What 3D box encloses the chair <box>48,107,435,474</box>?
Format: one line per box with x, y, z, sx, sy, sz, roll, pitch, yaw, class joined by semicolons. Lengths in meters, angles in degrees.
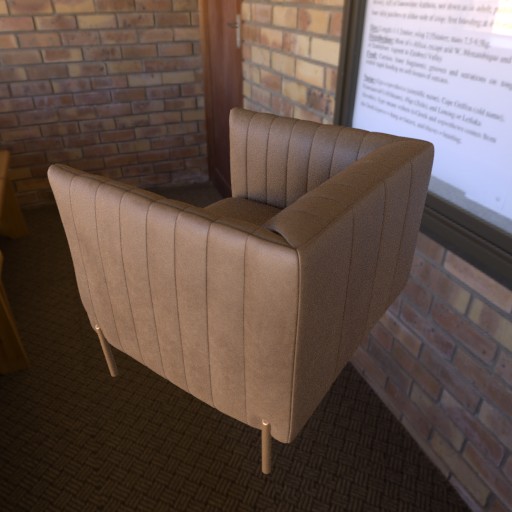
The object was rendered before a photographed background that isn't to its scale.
0.000;0.000;1.580;0.876;0.779;0.981;20;37;30;chair
